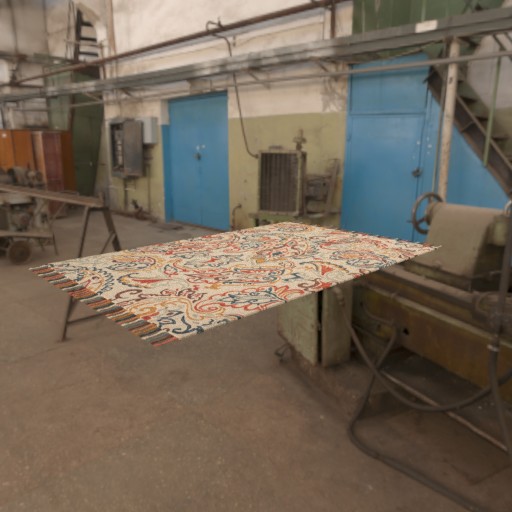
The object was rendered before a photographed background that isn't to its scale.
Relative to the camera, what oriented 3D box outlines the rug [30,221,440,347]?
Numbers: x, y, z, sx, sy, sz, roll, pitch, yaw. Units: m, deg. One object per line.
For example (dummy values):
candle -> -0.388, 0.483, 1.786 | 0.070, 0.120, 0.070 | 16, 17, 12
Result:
rug -> 0.000, 0.000, 2.449 | 1.997, 0.010, 1.218 | -13, 19, -42
